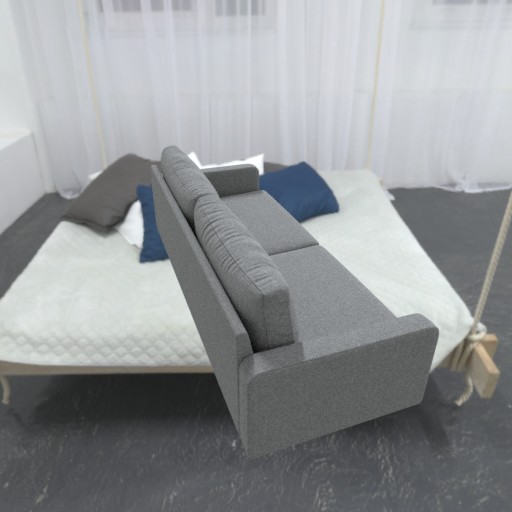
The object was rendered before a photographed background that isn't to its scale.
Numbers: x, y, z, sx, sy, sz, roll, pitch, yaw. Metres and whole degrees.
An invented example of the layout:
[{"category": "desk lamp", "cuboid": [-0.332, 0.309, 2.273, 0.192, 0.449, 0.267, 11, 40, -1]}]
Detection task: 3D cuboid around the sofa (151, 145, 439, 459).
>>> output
[{"category": "sofa", "cuboid": [0.000, 0.000, 2.651, 0.880, 0.880, 2.200, -10, 32, -17]}]
